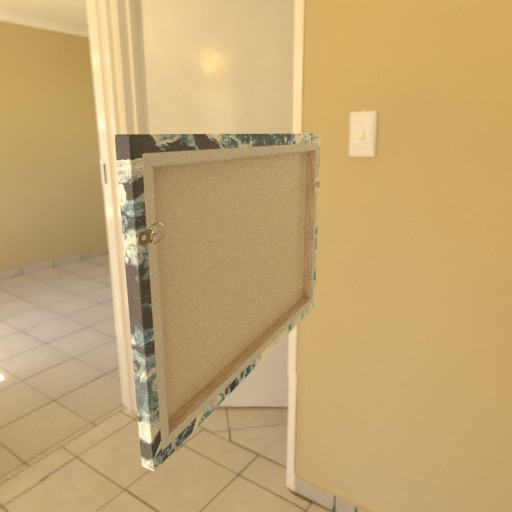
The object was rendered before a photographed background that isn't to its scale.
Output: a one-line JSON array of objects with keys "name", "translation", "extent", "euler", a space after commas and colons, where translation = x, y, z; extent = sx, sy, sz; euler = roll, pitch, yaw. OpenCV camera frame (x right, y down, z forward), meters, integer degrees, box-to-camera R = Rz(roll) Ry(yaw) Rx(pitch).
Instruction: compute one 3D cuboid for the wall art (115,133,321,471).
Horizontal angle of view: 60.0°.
[{"name": "wall art", "translation": [0.000, 0.000, 1.913], "extent": [0.055, 1.017, 1.524], "euler": [8, 17, 25]}]
